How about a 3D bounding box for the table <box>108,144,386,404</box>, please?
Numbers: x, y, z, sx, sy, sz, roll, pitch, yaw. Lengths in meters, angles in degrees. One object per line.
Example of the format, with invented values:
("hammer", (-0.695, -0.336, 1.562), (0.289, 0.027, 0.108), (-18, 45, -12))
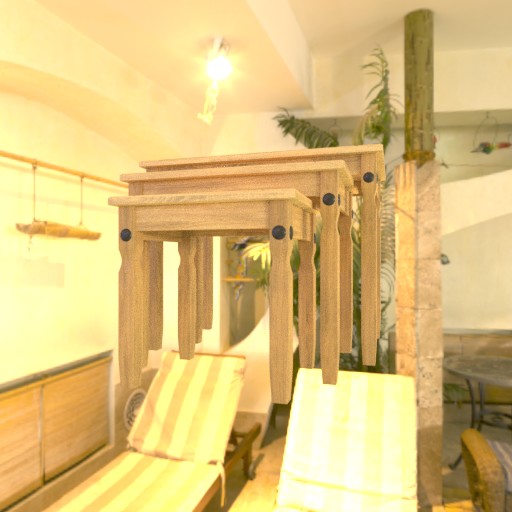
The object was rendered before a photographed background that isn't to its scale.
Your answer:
("table", (0.000, 0.000, 1.195), (0.660, 0.535, 0.773), (0, 0, 17))
